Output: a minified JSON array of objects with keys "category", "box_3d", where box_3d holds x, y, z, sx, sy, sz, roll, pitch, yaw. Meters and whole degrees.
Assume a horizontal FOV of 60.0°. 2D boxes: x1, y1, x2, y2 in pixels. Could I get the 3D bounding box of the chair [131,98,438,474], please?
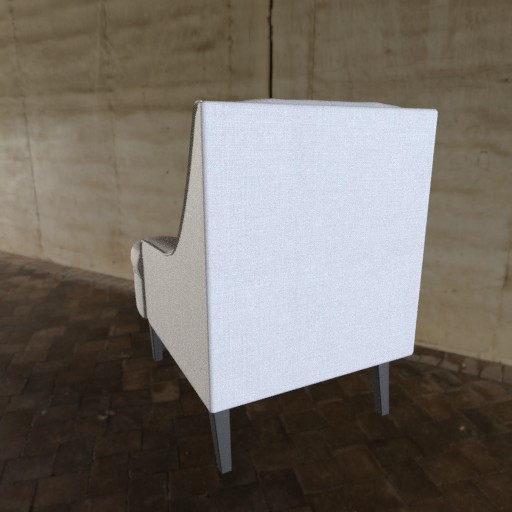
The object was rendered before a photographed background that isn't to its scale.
[{"category":"chair","box_3d":[0.000,0.000,1.407,0.658,0.891,0.772,-8,17,-26]}]
